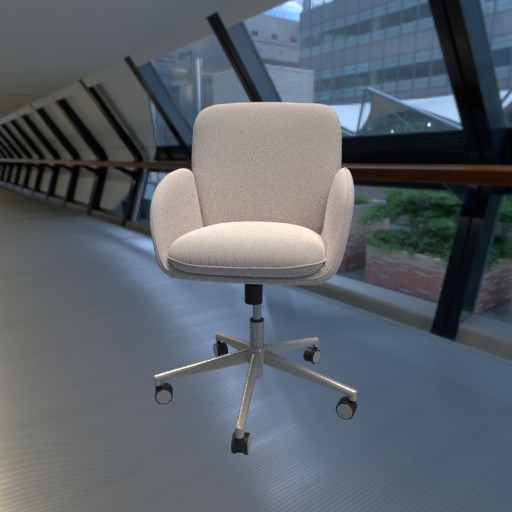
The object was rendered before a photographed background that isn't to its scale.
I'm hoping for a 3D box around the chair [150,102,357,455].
[{"bbox_3d":[0.000,0.000,1.367,0.648,0.959,0.633,2,14,8],"label":"chair"}]
